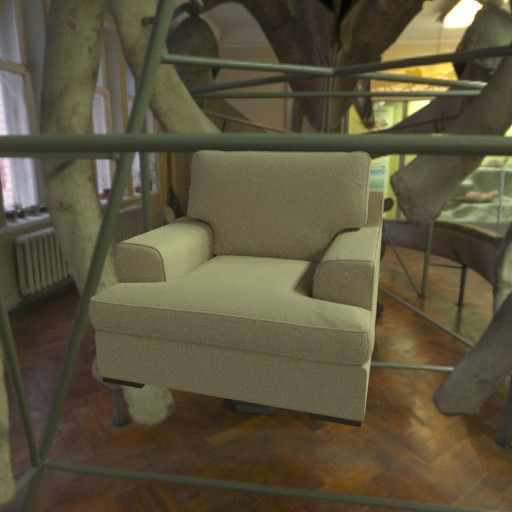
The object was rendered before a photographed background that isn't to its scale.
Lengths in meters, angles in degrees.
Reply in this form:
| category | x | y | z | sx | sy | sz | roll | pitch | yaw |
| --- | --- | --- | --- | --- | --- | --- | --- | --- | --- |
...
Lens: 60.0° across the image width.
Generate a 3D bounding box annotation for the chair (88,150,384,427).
| category | x | y | z | sx | sy | sz | roll | pitch | yaw |
| --- | --- | --- | --- | --- | --- | --- | --- | --- | --- |
| chair | 0.000 | 0.000 | 2.189 | 1.293 | 1.005 | 1.274 | 2 | 14 | 9 |
